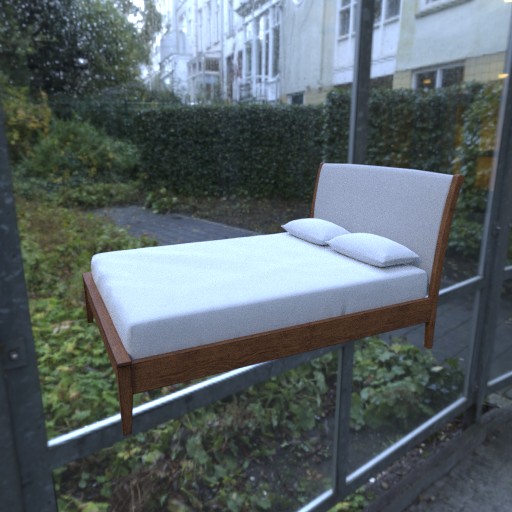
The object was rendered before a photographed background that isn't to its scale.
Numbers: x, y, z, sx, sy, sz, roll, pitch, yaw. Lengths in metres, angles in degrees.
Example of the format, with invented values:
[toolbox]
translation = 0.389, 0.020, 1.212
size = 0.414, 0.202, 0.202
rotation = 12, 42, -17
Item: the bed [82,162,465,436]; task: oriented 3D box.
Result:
[bed]
translation = 0.000, 0.000, 3.000
size = 2.108, 1.135, 1.502
rotation = -7, 17, -25
